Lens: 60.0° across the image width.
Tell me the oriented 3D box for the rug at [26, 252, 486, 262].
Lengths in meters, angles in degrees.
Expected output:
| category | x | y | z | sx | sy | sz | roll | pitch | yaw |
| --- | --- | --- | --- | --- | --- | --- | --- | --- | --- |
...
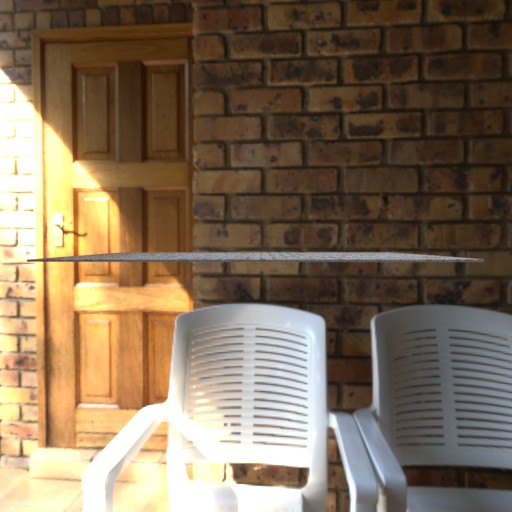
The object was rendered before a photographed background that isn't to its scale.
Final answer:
| category | x | y | z | sx | sy | sz | roll | pitch | yaw |
| --- | --- | --- | --- | --- | --- | --- | --- | --- | --- |
| rug | 0.000 | 0.000 | 2.368 | 1.829 | 0.011 | 1.219 | 0 | 2 | 0 |
